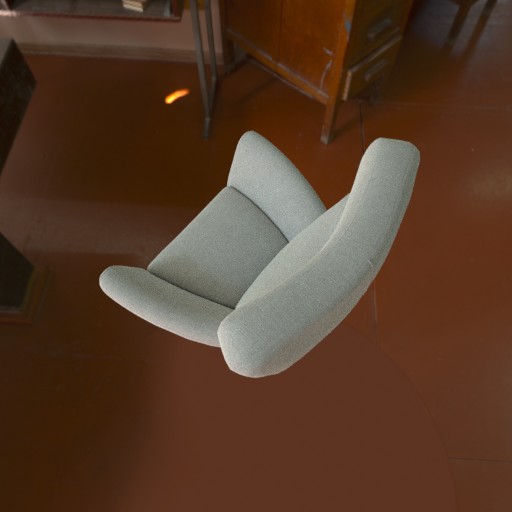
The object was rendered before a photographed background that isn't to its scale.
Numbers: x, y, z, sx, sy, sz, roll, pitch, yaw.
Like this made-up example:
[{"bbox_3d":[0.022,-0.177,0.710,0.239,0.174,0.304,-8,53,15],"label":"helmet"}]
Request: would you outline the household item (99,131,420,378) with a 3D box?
[{"bbox_3d":[0.000,0.000,1.809,0.900,1.050,0.980,34,68,16],"label":"household item"}]
